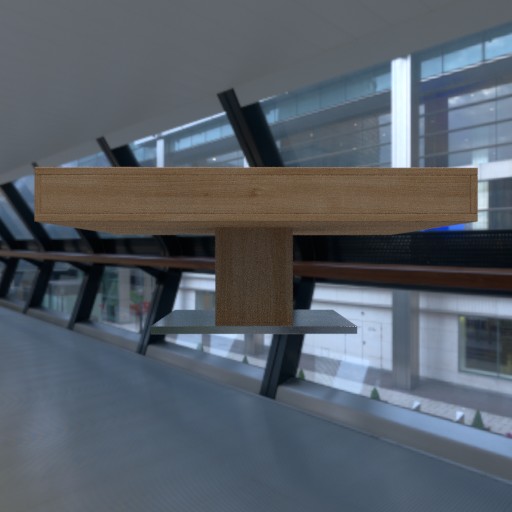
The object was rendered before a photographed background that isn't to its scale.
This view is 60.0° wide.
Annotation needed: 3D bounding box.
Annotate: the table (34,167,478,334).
[{"bbox_3d":[0.000,0.000,1.449,1.100,0.440,0.700,0,0,0],"label":"table"}]
